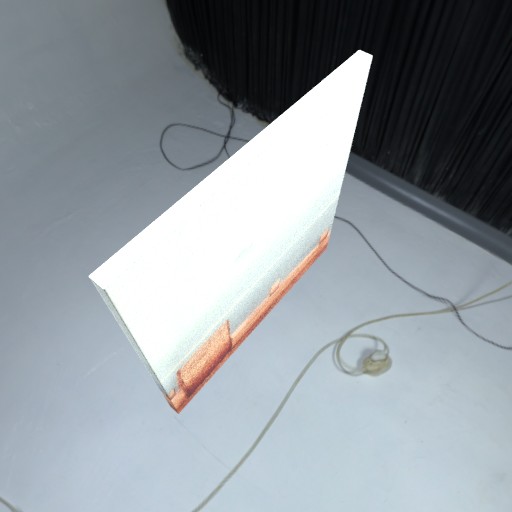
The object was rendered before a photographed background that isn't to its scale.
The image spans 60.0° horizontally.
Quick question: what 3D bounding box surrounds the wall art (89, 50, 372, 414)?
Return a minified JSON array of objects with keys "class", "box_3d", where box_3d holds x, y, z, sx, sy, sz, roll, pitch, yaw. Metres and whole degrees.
[{"class":"wall art","box_3d":[0.000,0.000,1.145,0.042,0.760,0.760,35,63,20]}]
